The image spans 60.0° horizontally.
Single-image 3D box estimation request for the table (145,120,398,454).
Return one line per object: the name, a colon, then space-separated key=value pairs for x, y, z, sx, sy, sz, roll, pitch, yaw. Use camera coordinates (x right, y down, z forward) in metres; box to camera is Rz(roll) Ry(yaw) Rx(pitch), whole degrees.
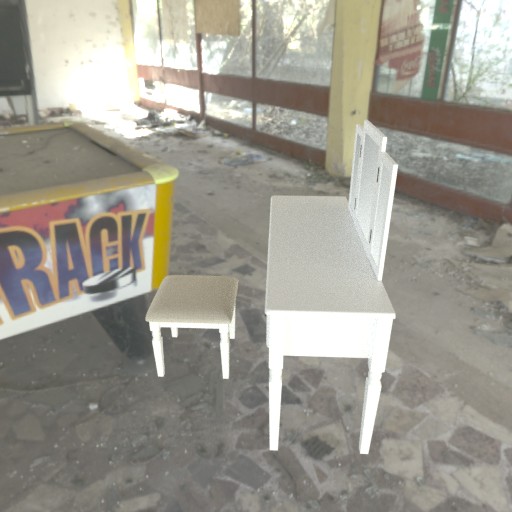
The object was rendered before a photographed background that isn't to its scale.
table: x=0.000 y=0.000 z=2.305 sx=1.115 sy=1.310 sz=1.369 roll=1 pitch=26 yaw=2
